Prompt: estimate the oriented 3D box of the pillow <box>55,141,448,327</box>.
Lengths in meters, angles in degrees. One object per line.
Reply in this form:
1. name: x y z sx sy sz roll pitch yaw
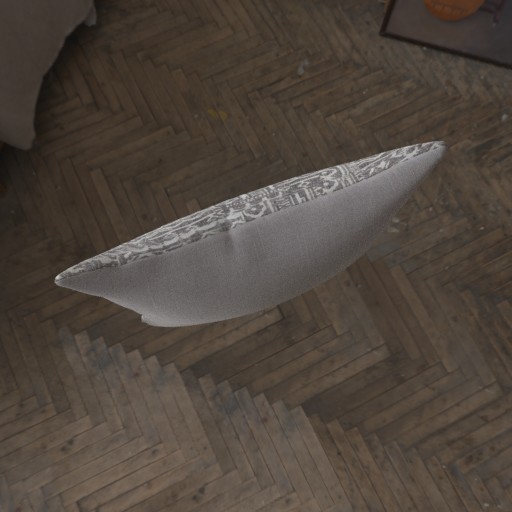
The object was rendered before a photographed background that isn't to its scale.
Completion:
1. pillow: 0.000 0.000 0.796 0.546 0.487 0.180 -20 77 -5
